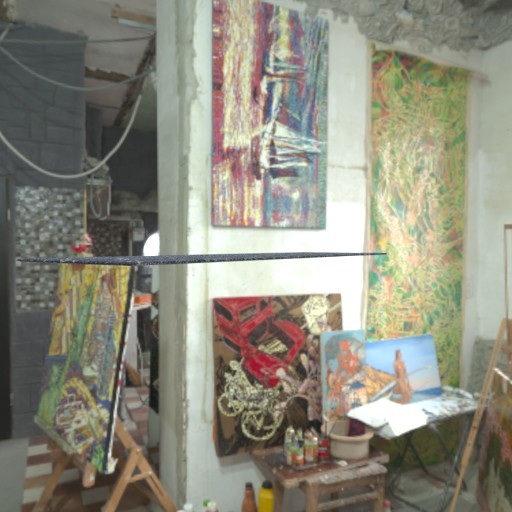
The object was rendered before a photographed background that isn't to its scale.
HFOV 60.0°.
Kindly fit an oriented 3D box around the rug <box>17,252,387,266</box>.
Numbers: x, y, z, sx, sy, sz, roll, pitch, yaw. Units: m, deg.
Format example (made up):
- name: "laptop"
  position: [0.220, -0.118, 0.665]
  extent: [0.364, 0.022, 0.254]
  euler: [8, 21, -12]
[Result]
- name: "rug"
  position: [0.000, 0.000, 2.489]
  extent: [0.719, 0.013, 2.306]
  euler: [1, 2, 35]
